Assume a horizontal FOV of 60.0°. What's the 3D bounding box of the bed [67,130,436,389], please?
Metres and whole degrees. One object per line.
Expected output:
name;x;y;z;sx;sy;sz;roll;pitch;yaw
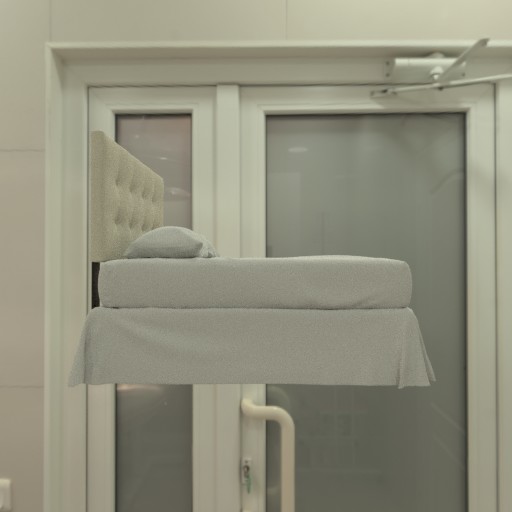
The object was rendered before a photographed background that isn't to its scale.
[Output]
bed;0.000;0.000;3.558;2.222;1.577;1.936;0;-1;1
